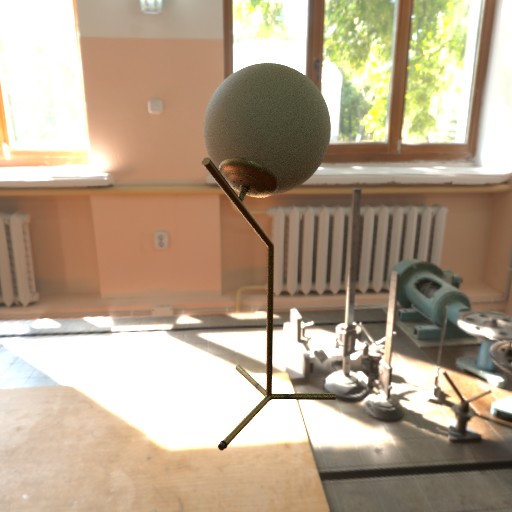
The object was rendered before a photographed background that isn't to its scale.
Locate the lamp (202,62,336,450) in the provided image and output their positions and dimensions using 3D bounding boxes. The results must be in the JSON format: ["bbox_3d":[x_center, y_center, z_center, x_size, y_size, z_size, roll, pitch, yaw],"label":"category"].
[{"bbox_3d":[0.000,0.000,0.675,0.210,0.552,0.251,9,18,29],"label":"lamp"}]
